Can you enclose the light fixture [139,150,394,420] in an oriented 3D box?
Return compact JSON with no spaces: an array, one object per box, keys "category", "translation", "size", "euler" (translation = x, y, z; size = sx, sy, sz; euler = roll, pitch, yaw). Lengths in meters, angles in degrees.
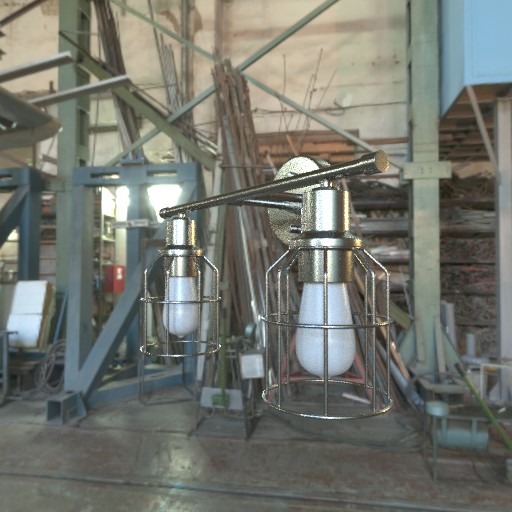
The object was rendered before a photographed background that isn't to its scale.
[{"category":"light fixture","translation":[0.000,0.000,0.519],"size":[0.165,0.254,0.406],"euler":[1,-2,-36]}]
